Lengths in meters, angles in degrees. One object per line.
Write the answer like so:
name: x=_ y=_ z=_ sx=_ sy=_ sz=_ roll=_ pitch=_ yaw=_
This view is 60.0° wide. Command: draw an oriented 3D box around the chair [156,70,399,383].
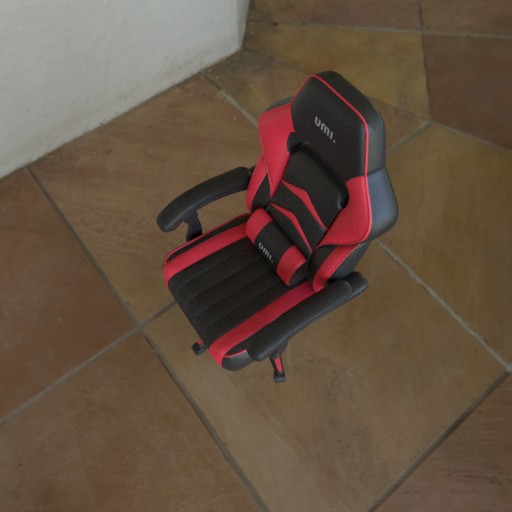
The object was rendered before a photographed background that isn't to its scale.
chair: x=0.000 y=0.000 z=1.631 sx=0.700 sy=1.220 sz=0.700 roll=-32 pitch=67 yaw=-15
